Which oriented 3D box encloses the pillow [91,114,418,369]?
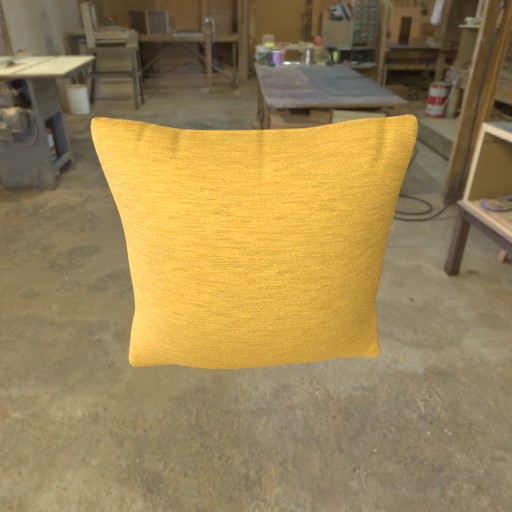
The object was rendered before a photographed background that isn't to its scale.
[{"bbox_3d":[0.000,0.000,0.678,0.435,0.417,0.247,-1,29,-3],"label":"pillow"}]
